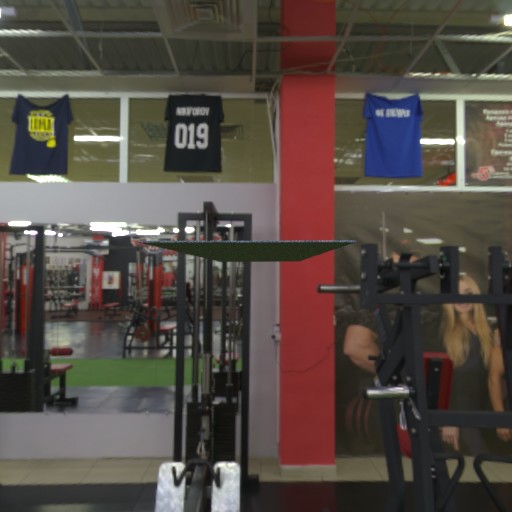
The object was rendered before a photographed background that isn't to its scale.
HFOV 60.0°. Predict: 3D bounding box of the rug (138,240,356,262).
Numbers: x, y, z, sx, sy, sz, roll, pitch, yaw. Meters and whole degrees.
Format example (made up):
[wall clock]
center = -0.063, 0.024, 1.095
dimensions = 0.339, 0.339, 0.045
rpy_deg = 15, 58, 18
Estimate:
[rug]
center = 0.000, 0.000, 2.614
dimensions = 0.688, 0.008, 2.443
rpy_deg = 0, -2, 1
